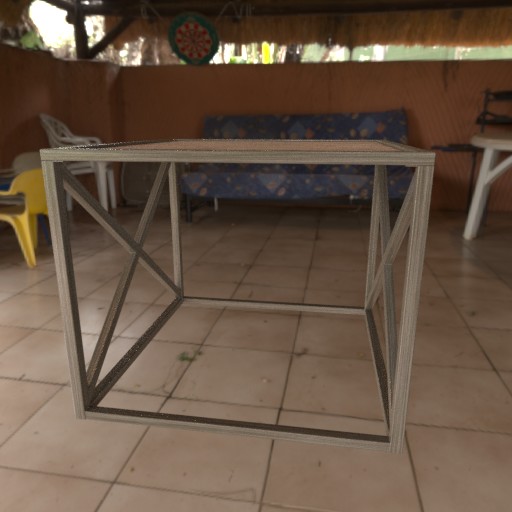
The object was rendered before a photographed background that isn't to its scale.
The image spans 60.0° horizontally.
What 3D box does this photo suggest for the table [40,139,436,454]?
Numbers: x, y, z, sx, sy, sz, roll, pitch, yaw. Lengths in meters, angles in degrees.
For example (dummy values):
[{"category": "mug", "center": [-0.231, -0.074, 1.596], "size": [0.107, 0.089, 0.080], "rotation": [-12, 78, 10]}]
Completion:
[{"category": "table", "center": [0.000, 0.000, 1.028], "size": [0.609, 0.507, 0.611], "rotation": [3, 16, 9]}]
